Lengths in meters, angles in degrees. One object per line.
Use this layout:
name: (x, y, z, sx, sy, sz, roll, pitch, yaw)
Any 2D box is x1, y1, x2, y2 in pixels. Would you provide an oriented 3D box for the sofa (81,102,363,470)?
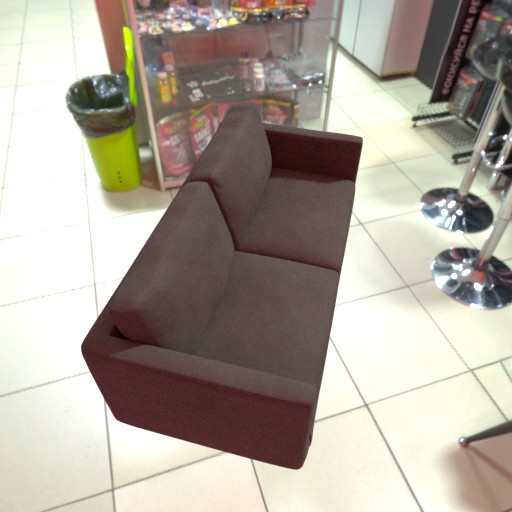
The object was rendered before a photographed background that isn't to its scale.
sofa: (0.000, 0.000, 2.437, 0.950, 0.963, 1.884, 11, 47, 10)
